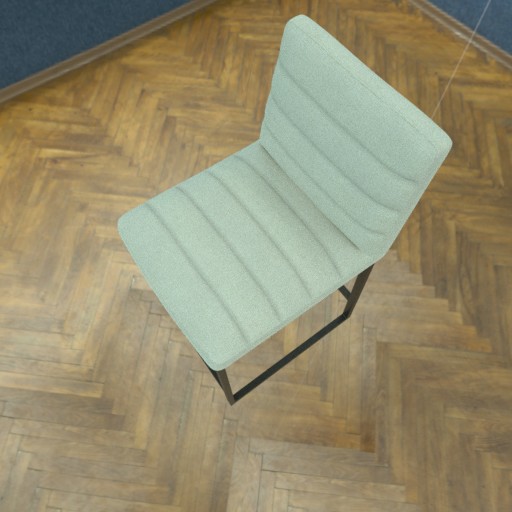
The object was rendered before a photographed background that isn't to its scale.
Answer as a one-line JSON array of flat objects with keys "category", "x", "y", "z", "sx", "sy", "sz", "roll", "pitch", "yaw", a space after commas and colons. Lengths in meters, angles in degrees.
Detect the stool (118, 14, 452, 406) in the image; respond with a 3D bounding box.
[{"category": "stool", "x": 0.000, "y": 0.000, "z": 1.214, "sx": 0.567, "sy": 0.971, "sz": 0.459, "roll": -33, "pitch": 68, "yaw": -15}]
